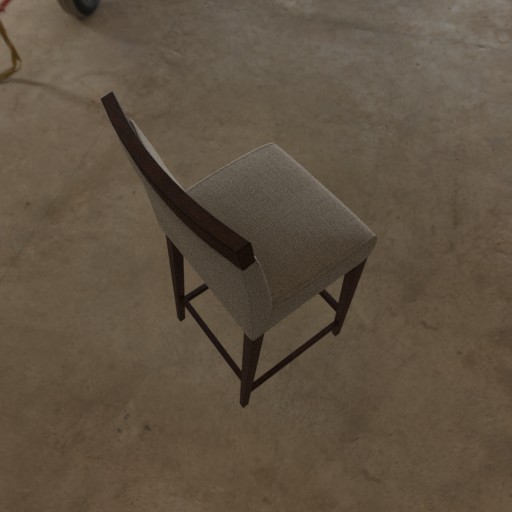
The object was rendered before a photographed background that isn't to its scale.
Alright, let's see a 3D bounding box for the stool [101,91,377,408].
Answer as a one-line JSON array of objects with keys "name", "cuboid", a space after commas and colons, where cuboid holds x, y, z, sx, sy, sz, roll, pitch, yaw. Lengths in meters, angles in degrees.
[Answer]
[{"name": "stool", "cuboid": [0.000, 0.000, 1.405, 0.531, 1.117, 0.511, -33, 63, -19]}]
